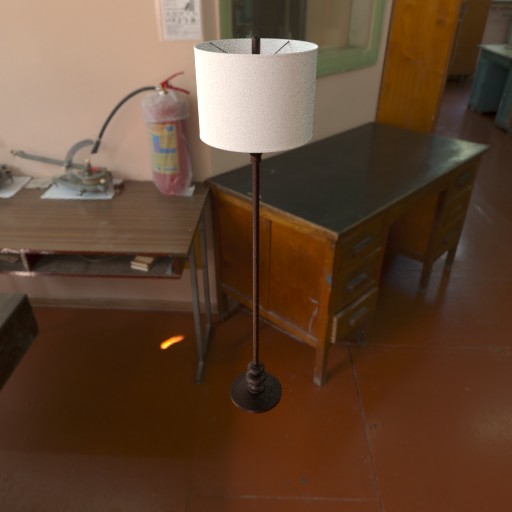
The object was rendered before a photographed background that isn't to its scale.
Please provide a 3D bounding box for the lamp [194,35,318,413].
[{"bbox_3d":[0.000,0.000,1.660,0.356,1.487,0.356,21,38,30],"label":"lamp"}]
